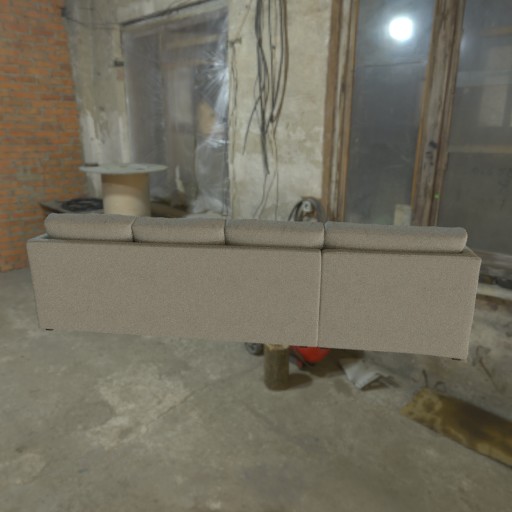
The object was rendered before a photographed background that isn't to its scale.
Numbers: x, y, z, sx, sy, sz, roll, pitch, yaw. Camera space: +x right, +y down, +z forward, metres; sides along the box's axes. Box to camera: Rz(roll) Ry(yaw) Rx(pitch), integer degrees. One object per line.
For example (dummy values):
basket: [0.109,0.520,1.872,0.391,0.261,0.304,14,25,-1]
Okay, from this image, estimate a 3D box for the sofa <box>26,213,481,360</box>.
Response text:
sofa: [0.000,0.000,3.883,3.205,0.922,1.650,2,16,8]
